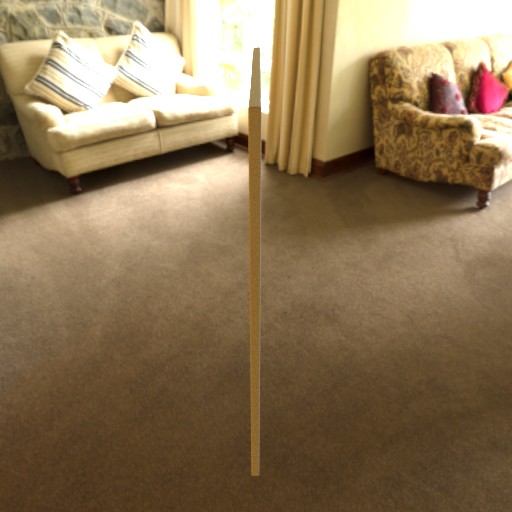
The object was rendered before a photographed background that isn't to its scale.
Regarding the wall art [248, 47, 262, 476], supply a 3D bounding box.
[{"bbox_3d":[0.000,0.000,0.669,0.012,0.529,0.374,0,32,0],"label":"wall art"}]
